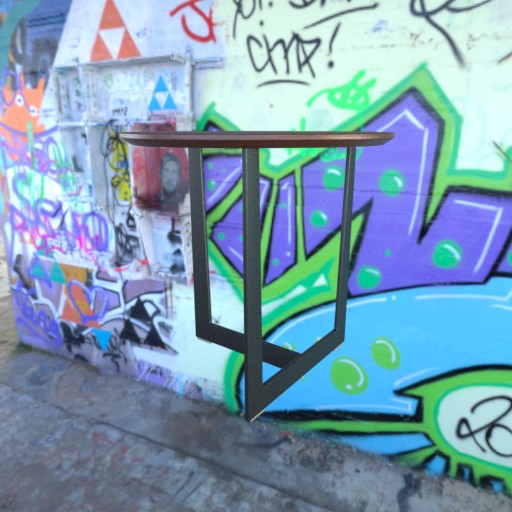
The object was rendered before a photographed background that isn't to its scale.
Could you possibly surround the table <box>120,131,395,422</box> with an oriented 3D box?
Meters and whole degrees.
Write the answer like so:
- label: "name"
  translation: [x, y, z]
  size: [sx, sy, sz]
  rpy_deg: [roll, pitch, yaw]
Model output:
- label: "table"
  translation: [0.000, 0.000, 0.885]
  size: [0.494, 0.476, 0.477]
  rpy_deg: [8, 18, 25]
